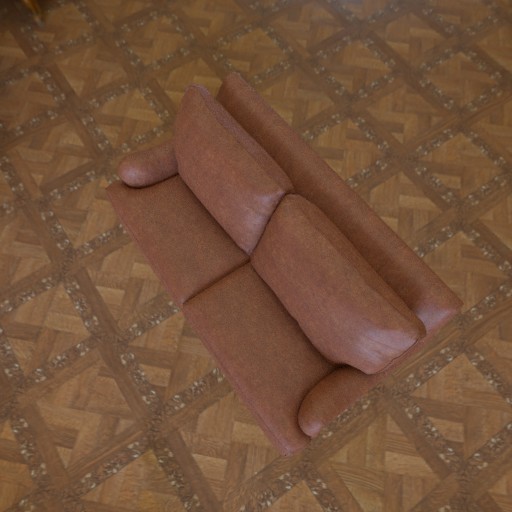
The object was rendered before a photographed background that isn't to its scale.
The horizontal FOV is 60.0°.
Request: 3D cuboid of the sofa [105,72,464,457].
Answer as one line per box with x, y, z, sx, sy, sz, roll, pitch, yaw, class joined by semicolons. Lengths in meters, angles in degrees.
0.000;0.000;2.838;1.147;1.071;2.144;-33;68;-15;sofa
